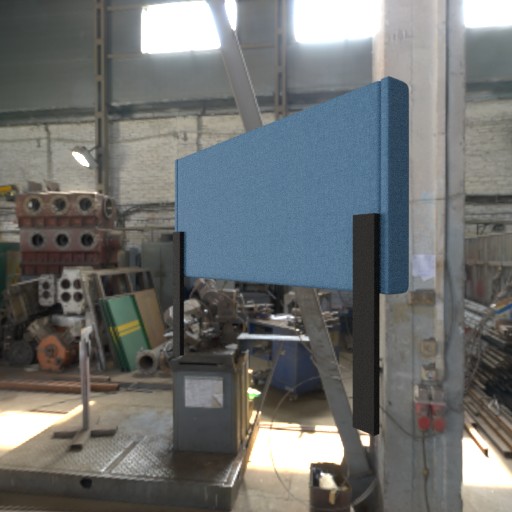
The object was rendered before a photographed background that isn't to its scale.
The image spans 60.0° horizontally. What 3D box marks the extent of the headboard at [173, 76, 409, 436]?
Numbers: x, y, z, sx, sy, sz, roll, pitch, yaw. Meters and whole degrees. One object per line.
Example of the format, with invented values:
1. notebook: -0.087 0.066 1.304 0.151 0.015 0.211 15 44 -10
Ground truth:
1. headboard: 0.000 0.000 2.726 0.184 1.524 2.051 0 0 -36
